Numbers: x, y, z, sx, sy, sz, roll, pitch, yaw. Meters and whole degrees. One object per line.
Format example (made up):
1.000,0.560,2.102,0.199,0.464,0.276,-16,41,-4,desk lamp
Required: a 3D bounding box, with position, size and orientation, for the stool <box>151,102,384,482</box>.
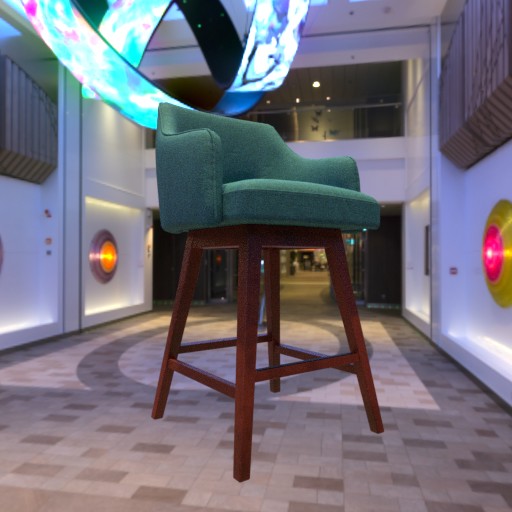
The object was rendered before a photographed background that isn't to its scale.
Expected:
0.000,0.000,1.292,0.548,0.961,0.556,0,-1,-36,stool
